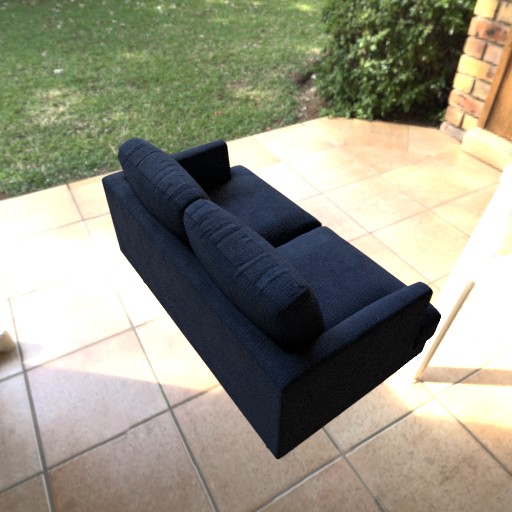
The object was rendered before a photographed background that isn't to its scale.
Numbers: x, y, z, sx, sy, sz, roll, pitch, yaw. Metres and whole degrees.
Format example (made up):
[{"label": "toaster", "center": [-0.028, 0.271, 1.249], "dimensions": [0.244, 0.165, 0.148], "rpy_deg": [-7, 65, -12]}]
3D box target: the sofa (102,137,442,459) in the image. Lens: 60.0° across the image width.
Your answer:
[{"label": "sofa", "center": [0.000, 0.000, 2.195], "dimensions": [0.903, 0.944, 1.582], "rpy_deg": [-26, 48, -26]}]
